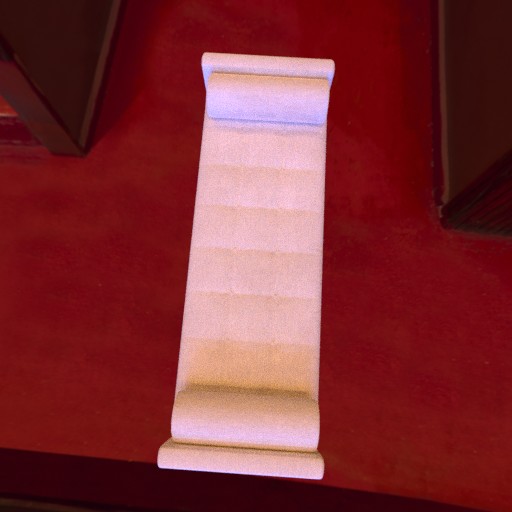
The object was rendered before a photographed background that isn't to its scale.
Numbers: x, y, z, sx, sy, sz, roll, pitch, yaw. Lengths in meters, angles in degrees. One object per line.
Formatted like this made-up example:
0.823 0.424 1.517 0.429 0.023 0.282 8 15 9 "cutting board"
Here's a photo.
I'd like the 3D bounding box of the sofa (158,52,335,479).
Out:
0.000 0.000 2.327 0.686 0.635 1.981 4 76 1 "sofa"
